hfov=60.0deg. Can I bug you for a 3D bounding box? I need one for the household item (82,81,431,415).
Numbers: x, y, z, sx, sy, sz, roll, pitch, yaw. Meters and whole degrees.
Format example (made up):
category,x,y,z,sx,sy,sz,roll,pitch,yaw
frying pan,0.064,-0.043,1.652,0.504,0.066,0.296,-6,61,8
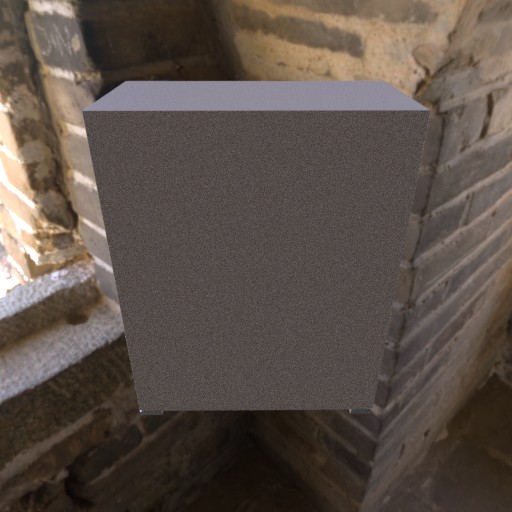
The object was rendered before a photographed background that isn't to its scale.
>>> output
category,x,y,z,sx,sy,sz,roll,pitch,yaw
household item,0.000,0.000,1.441,0.790,1.010,0.420,0,30,0
